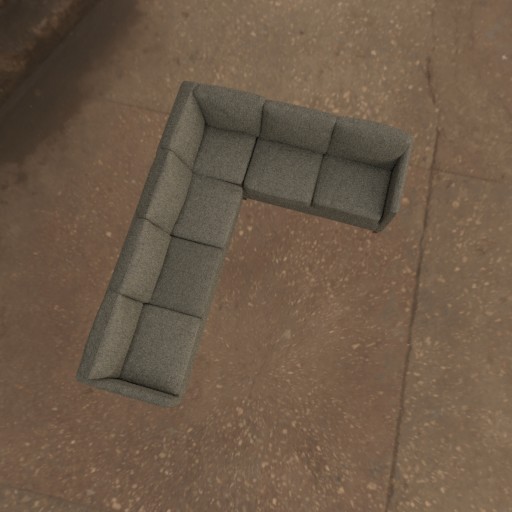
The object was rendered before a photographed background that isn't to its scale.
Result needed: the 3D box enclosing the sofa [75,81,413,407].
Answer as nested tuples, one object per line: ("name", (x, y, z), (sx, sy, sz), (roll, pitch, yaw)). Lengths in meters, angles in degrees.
("sofa", (0.000, 0.000, 4.559), (2.593, 0.947, 3.302), (15, 76, 4))
